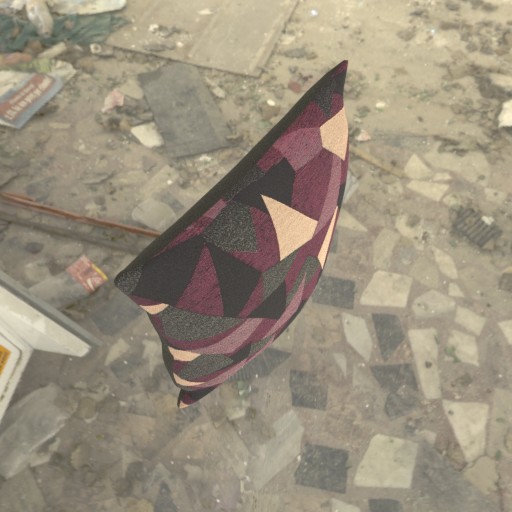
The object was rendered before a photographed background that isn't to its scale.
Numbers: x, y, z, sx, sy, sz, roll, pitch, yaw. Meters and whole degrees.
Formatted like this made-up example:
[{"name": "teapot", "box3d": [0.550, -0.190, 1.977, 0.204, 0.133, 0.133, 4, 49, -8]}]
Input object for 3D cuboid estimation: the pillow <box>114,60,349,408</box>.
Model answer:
[{"name": "pillow", "box3d": [0.000, 0.000, 0.773, 0.208, 0.496, 0.503, 32, 63, 18]}]
